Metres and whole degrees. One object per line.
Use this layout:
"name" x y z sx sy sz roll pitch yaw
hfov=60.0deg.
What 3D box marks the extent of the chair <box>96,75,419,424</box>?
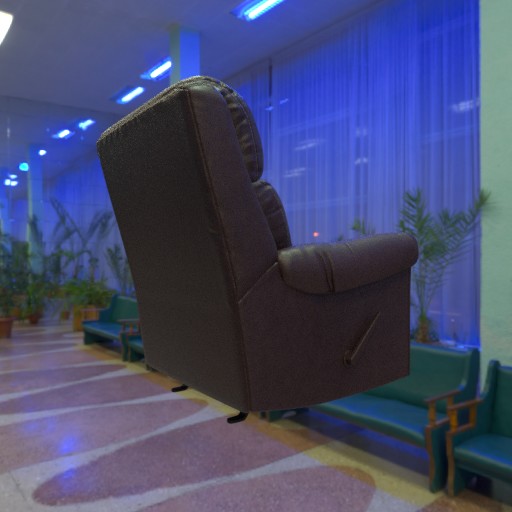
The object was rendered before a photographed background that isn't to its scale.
"chair" 0.000 0.000 1.723 1.014 1.054 0.838 0 0 -37
